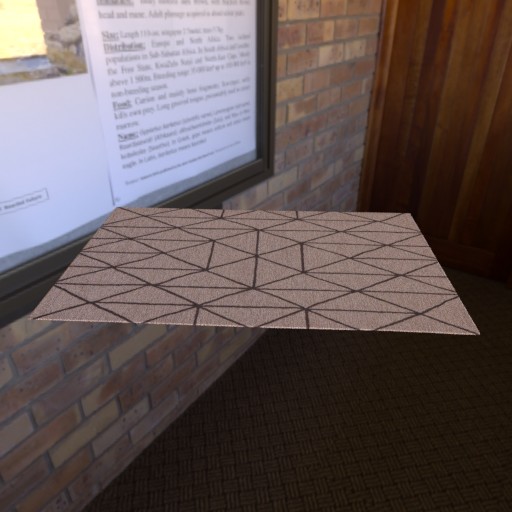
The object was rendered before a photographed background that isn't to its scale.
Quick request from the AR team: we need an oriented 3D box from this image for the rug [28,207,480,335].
[{"bbox_3d":[0.000,0.000,3.065,2.465,0.008,1.526,2,30,3],"label":"rug"}]
